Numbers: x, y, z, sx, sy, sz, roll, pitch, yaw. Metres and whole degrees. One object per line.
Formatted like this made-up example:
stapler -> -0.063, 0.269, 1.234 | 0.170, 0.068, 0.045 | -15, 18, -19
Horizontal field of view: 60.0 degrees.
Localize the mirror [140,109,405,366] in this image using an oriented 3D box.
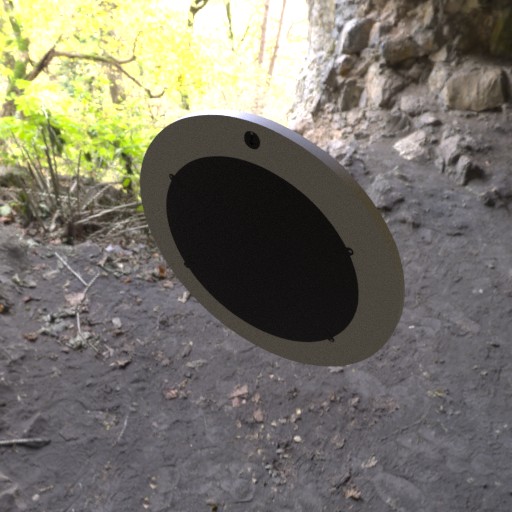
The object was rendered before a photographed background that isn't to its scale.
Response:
mirror -> 0.000, 0.000, 1.367 | 0.914, 0.914, 0.038 | 25, 50, 23
